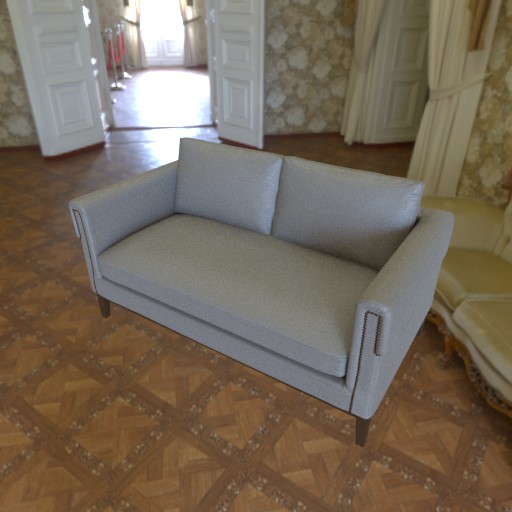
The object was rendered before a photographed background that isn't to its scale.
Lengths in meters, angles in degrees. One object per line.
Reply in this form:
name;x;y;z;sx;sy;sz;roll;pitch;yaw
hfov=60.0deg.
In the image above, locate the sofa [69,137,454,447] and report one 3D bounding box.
sofa;0.000;0.000;2.174;1.598;0.873;0.899;18;34;28
